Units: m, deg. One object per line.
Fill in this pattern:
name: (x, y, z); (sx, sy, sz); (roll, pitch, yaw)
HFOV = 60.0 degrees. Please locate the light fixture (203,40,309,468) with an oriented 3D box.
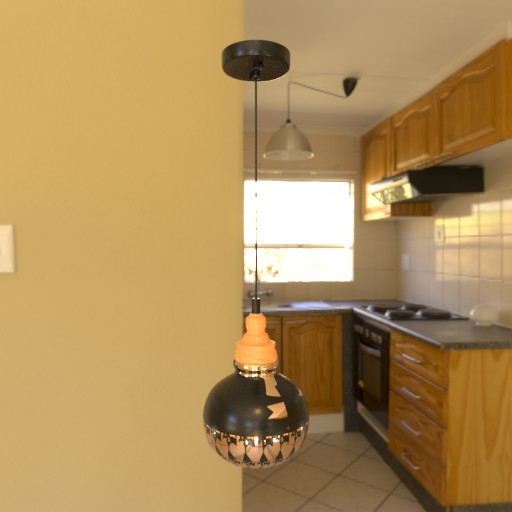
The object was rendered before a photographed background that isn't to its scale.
light fixture: (0.000, 0.000, 1.793); (0.430, 1.606, 0.430); (0, 1, -17)
